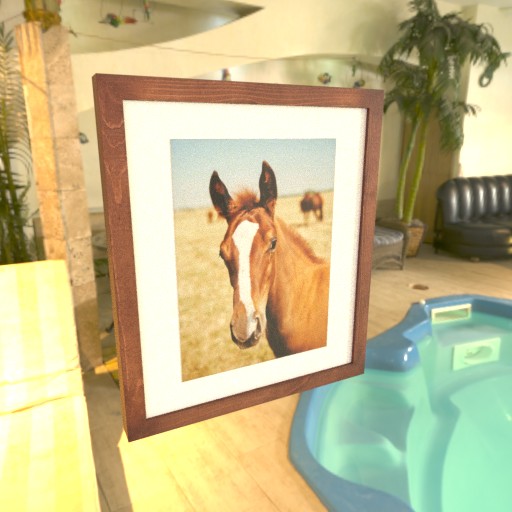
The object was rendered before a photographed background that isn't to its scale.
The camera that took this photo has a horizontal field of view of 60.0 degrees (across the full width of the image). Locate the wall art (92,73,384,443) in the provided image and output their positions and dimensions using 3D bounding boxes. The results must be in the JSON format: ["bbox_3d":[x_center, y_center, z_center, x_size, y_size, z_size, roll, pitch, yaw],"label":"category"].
[{"bbox_3d":[0.000,0.000,0.524,0.330,0.381,0.030,-7,17,-26],"label":"wall art"}]
